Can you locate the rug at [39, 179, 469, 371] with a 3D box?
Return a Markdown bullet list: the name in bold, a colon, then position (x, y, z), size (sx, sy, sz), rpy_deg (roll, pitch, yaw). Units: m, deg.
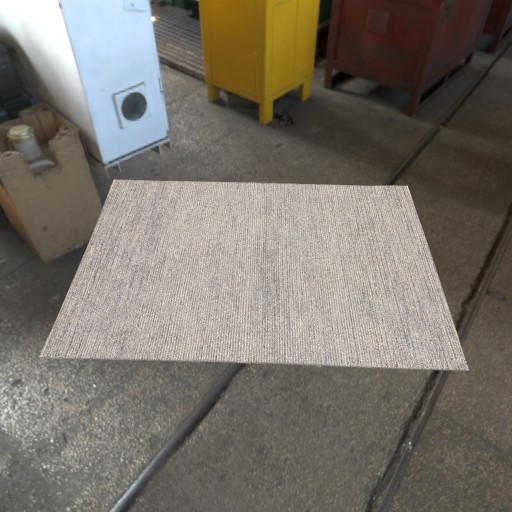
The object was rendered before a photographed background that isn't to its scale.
- **rug**: position (0.000, 0.000, 2.909), size (2.307, 0.030, 1.604), rpy_deg (2, 46, 1)
